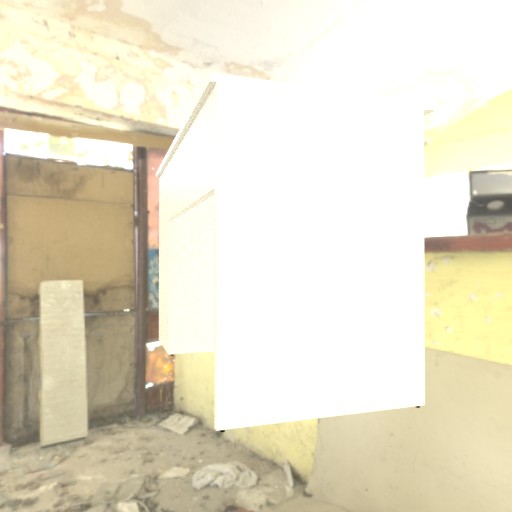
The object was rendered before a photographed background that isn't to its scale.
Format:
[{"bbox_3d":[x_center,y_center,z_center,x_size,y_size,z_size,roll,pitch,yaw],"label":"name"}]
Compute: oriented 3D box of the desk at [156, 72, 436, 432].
[{"bbox_3d":[0.000,0.000,1.507,0.560,0.735,1.097,0,-1,-18],"label":"desk"}]
